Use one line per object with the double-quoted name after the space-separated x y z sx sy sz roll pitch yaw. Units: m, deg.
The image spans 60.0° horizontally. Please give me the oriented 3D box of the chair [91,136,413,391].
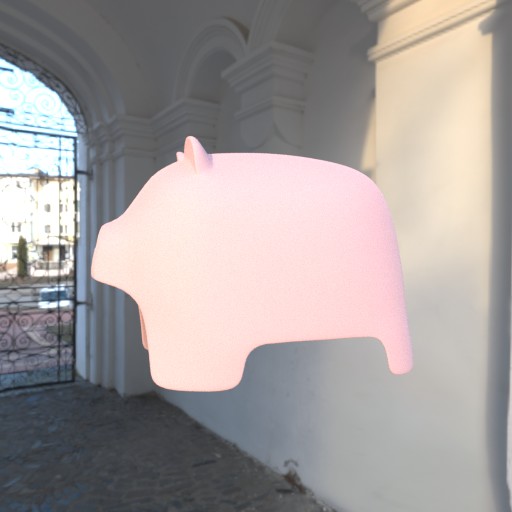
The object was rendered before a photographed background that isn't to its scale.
0.000 0.000 0.889 0.619 0.423 0.364 0 2 -17 "chair"
